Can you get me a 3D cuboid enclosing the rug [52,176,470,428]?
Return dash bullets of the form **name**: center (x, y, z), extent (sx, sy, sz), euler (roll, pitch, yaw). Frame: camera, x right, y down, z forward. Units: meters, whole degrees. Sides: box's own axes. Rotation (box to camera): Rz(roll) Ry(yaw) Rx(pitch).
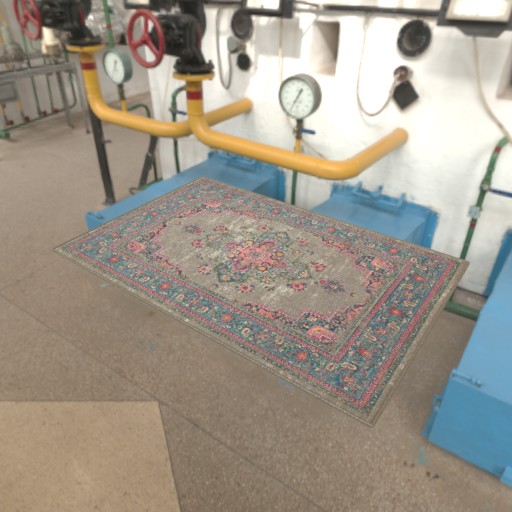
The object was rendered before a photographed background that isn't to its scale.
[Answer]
- **rug**: center (0.000, 0.000, 2.201), extent (1.748, 0.014, 1.144), euler (22, 40, 30)
